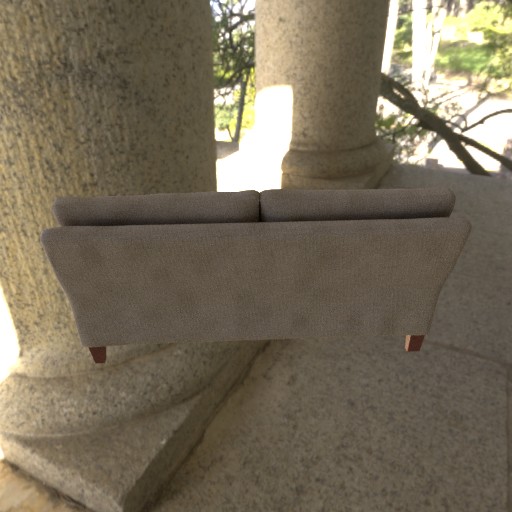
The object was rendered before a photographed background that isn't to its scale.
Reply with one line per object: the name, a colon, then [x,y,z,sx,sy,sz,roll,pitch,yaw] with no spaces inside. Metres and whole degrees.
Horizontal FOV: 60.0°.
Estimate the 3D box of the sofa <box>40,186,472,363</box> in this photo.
sofa: [0.000,0.000,2.824,2.193,1.096,1.069,-2,29,-3]
